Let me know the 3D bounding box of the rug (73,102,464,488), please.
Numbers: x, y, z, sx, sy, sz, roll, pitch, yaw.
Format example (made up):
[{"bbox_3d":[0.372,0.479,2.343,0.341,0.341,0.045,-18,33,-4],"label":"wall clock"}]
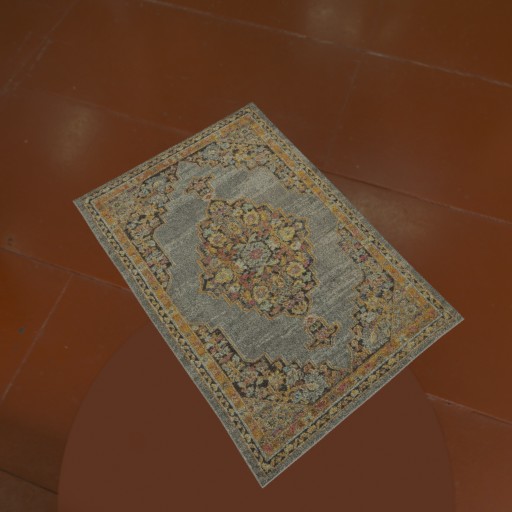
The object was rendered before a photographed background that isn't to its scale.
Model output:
[{"bbox_3d":[0.000,0.000,4.026,2.158,0.024,3.063,-34,69,-15],"label":"rug"}]
